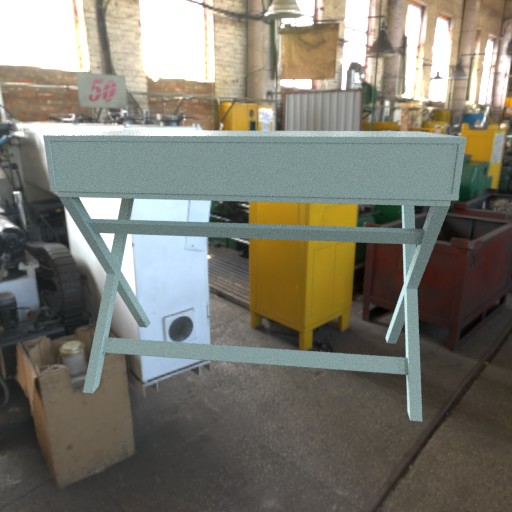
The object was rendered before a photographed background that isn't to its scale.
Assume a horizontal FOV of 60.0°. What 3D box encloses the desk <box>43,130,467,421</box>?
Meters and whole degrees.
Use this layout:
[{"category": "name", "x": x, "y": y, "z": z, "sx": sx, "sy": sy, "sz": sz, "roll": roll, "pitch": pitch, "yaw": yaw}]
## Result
[{"category": "desk", "x": 0.000, "y": 0.000, "z": 1.458, "sx": 1.057, "sy": 0.780, "sz": 0.525, "roll": 2, "pitch": 17, "yaw": 8}]
